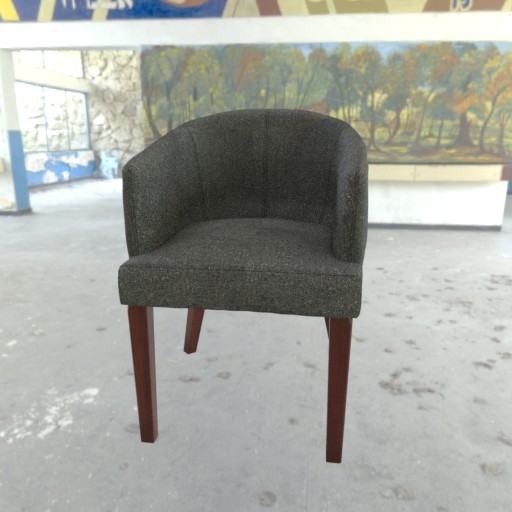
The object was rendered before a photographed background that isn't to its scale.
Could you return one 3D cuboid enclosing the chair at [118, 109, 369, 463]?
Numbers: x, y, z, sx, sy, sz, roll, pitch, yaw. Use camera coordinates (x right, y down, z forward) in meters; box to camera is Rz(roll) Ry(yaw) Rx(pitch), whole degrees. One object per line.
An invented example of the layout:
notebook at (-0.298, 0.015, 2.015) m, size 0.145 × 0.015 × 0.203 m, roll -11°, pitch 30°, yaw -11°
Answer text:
chair at (0.000, 0.000, 1.231) m, size 0.583 × 0.811 × 0.655 m, roll 2°, pitch 15°, yaw 8°
